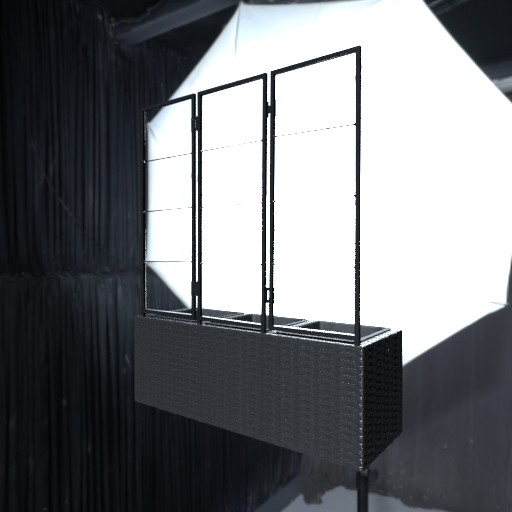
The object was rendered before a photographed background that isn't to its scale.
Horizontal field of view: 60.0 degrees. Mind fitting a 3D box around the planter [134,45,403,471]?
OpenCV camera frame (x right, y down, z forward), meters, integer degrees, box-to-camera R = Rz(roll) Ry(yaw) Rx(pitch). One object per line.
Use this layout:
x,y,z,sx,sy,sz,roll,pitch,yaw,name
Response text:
0.000,0.000,1.165,0.698,0.841,0.244,0,1,36,planter
